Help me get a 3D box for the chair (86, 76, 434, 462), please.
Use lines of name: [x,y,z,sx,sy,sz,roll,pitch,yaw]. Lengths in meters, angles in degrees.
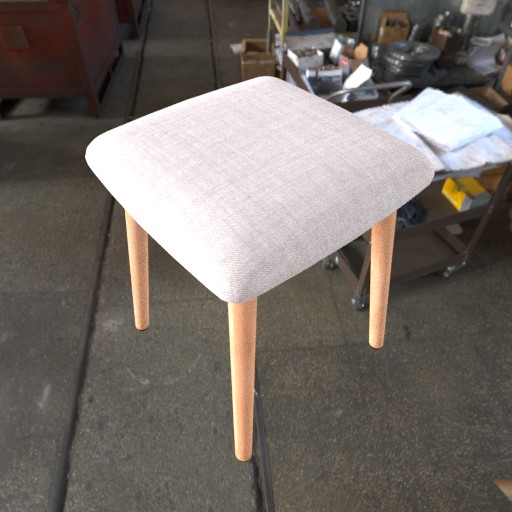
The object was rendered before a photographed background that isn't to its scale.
chair: [0.000,0.000,0.702,0.350,0.440,0.350,-31,53,-26]
